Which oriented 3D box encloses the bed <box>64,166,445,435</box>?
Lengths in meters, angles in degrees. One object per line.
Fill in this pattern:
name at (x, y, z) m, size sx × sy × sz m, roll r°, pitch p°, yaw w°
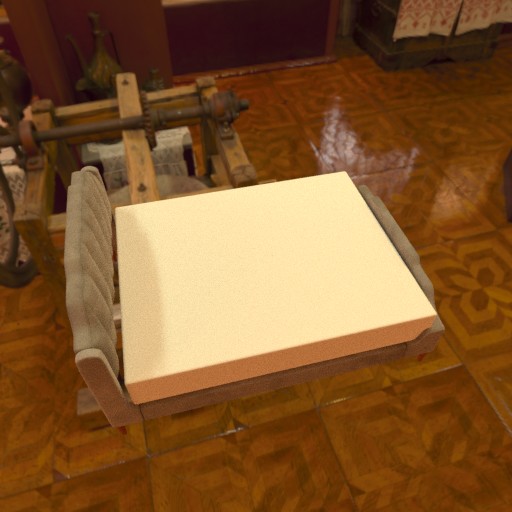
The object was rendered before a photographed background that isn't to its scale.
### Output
bed at (0.000, 0.000, 3.276) m, size 2.340 × 1.245 × 1.676 m, roll -11°, pitch 48°, yaw -10°
